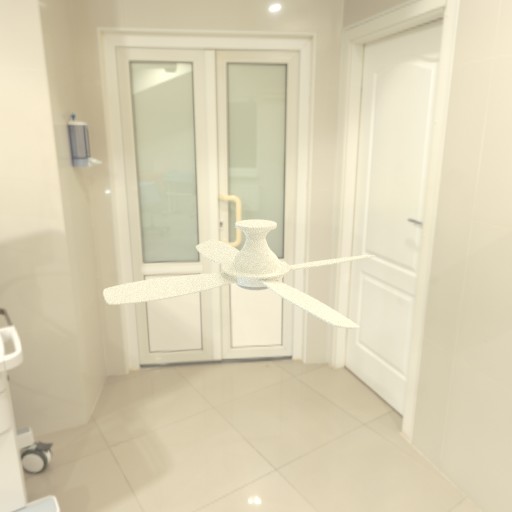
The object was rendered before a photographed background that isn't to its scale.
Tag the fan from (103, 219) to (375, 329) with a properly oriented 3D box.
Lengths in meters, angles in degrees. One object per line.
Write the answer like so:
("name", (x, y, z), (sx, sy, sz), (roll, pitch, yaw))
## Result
("fan", (0.000, 0.000, 2.541), (1.693, 0.382, 1.694), (-8, 17, -26))
